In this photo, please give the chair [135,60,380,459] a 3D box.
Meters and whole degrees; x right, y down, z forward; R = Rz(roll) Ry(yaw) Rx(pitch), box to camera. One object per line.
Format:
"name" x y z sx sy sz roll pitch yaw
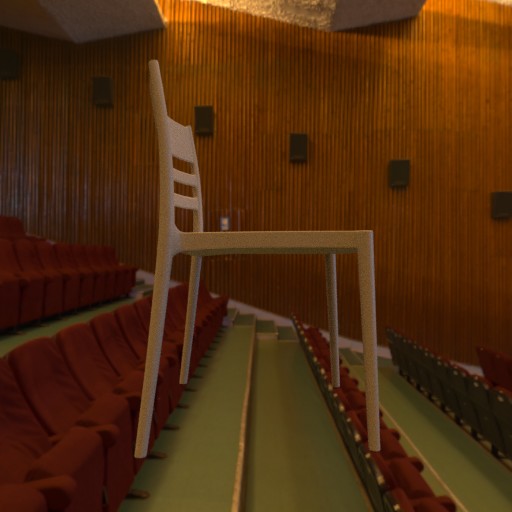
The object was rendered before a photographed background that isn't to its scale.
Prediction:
"chair" 0.000 0.000 1.135 0.511 0.800 0.531 0 0 0
